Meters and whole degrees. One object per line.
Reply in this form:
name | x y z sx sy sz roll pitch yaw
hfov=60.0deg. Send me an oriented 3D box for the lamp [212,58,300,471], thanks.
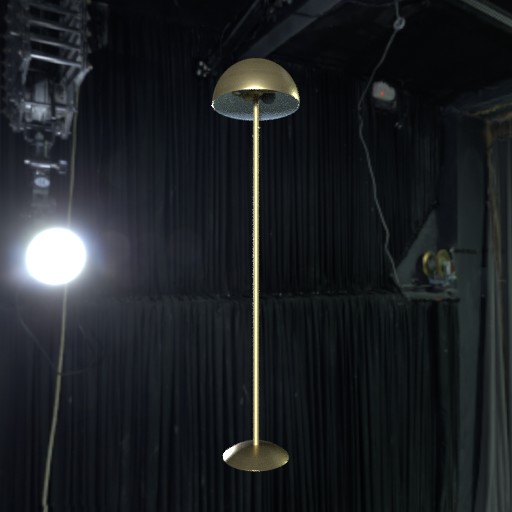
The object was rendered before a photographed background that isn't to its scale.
lamp | 0.000 0.000 1.658 0.328 1.480 0.328 1 -2 -36
